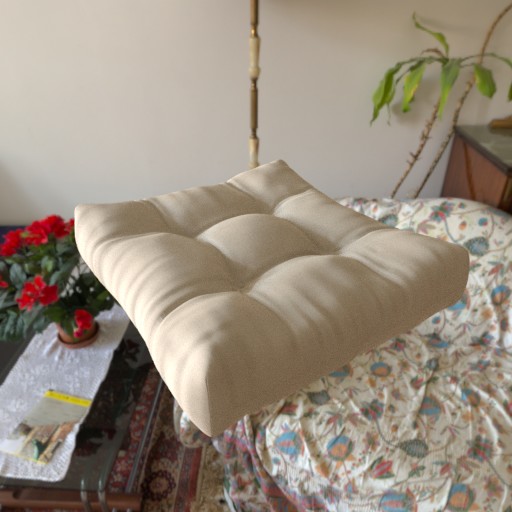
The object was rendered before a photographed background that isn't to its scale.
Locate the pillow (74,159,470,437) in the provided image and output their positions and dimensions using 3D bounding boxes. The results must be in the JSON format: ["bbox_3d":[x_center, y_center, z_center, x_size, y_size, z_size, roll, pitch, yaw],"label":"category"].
[{"bbox_3d":[0.000,0.000,0.726,0.468,0.128,0.490,-19,36,-29],"label":"pillow"}]
